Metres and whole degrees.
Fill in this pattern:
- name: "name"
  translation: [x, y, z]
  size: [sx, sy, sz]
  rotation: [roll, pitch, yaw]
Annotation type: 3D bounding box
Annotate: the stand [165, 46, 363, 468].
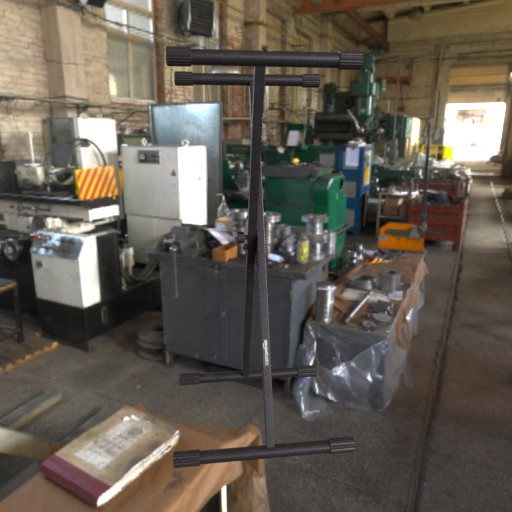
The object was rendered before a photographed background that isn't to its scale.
- name: "stand"
  translation: [0.000, 0.000, 1.159]
  size: [0.449, 0.940, 0.409]
  rotation: [-2, 15, -7]
